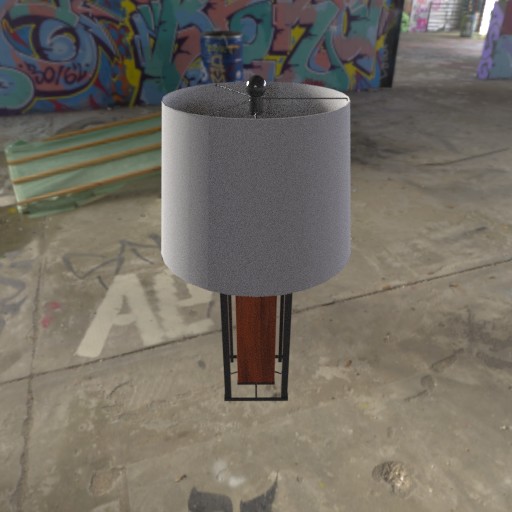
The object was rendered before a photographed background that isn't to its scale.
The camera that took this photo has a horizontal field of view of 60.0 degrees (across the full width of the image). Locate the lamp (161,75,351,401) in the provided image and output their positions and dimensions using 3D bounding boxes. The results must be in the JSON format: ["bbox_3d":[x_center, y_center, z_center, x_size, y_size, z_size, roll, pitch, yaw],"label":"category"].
[{"bbox_3d":[0.000,0.000,0.773,0.320,0.591,0.320,0,30,0],"label":"lamp"}]
